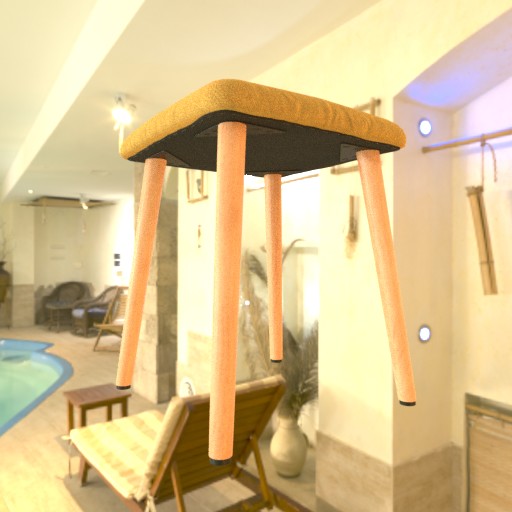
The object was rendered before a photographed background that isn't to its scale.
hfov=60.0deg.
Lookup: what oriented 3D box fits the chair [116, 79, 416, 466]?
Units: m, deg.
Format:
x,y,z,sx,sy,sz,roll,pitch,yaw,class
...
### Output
x,y,z,sx,sy,sz,roll,pitch,yaw,class
0.000,0.000,0.698,0.350,0.440,0.350,0,0,-35,chair
